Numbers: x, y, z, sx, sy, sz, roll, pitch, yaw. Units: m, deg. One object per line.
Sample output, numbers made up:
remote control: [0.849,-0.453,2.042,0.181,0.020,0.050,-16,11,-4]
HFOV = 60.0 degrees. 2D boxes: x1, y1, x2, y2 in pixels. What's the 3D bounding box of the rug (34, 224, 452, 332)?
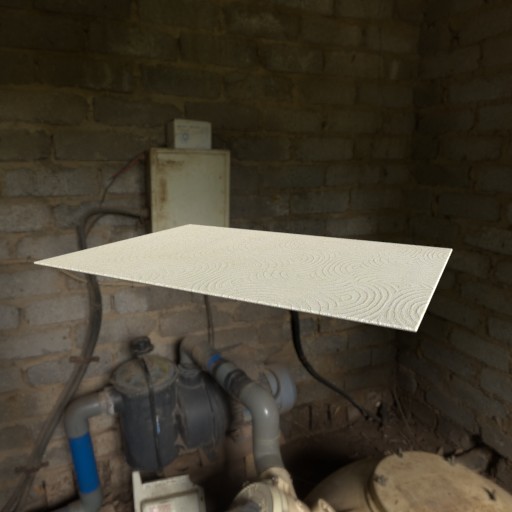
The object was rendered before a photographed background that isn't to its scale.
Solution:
rug: [0.000,0.000,2.760,2.132,0.015,1.526,7,15,27]
